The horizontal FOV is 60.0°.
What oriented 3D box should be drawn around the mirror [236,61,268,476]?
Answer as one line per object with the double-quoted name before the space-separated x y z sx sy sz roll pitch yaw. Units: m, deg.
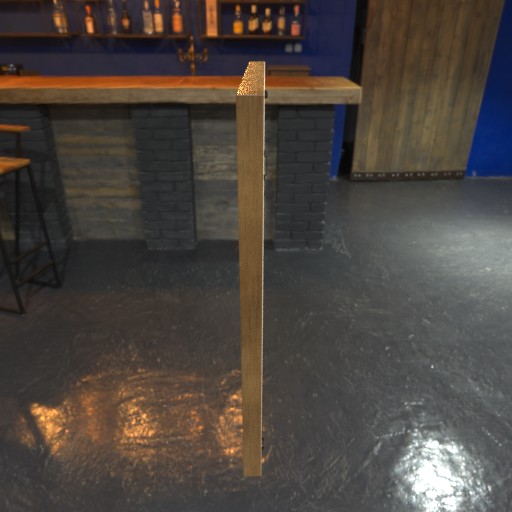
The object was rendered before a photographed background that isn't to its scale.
"mirror" 0.000 0.000 0.927 0.039 0.711 0.508 1 28 1
